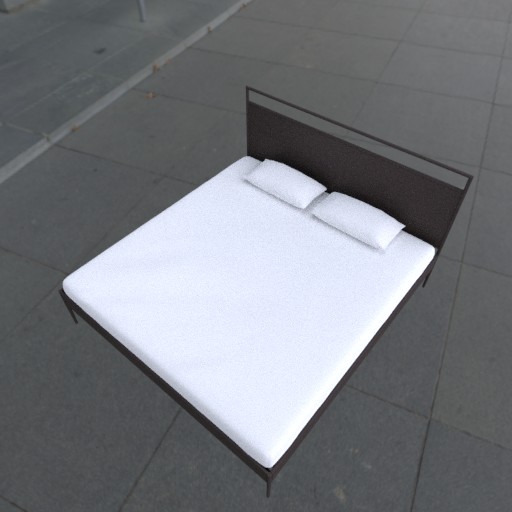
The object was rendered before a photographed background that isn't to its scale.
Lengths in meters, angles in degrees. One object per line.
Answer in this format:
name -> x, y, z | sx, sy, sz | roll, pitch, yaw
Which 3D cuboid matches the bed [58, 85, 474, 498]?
bed -> 0.000, 0.000, 3.248 | 1.993, 1.173, 2.151 | 31, 54, 26
